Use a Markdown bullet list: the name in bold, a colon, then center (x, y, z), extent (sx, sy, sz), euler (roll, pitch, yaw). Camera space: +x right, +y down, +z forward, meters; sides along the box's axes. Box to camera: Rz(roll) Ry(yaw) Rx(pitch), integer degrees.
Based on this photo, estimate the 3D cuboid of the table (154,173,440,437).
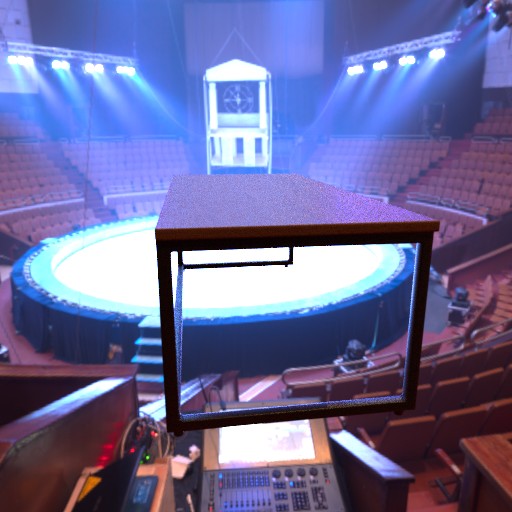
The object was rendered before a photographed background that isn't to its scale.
- **table**: center (0.000, 0.000, 1.330), extent (0.500, 0.400, 1.100), euler (-2, 15, -8)
